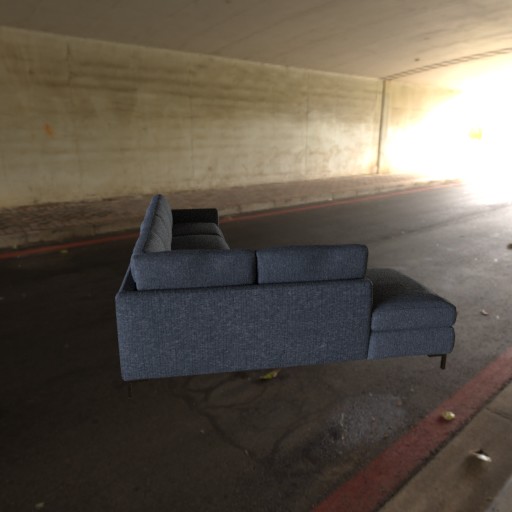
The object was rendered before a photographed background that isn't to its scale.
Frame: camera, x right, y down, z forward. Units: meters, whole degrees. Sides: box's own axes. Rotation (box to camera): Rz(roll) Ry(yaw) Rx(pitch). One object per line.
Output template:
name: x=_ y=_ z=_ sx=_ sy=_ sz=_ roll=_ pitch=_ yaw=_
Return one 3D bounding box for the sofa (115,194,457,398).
sofa: x=0.000 y=0.000 z=3.901 sx=2.007 sy=0.815 sz=2.949 roll=-3 pitch=15 yaw=-10
